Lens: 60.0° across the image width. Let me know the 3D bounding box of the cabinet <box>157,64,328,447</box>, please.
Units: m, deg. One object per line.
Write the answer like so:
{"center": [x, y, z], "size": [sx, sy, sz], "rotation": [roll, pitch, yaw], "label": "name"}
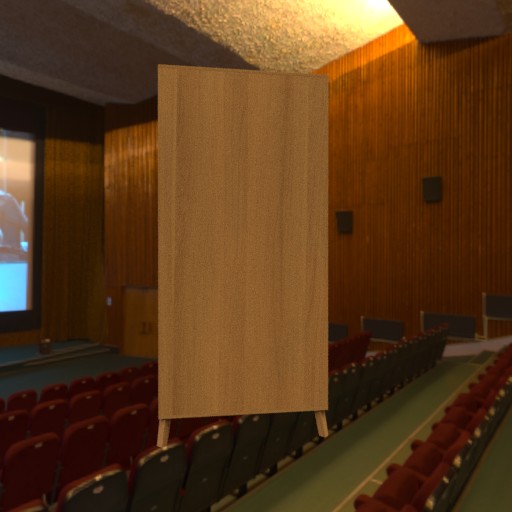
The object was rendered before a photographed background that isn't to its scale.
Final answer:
{"center": [0.000, 0.000, 2.685], "size": [0.969, 1.957, 1.272], "rotation": [0, 0, 36], "label": "cabinet"}
